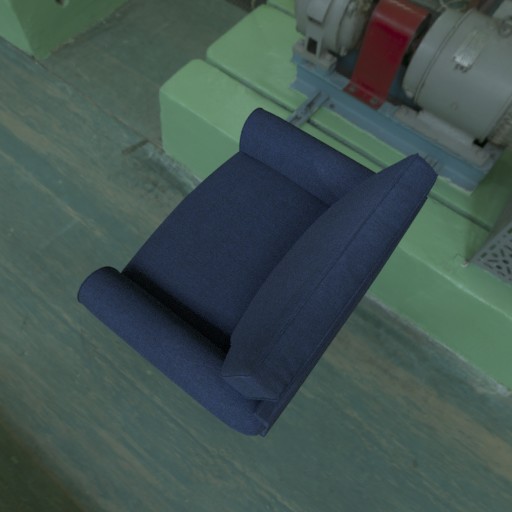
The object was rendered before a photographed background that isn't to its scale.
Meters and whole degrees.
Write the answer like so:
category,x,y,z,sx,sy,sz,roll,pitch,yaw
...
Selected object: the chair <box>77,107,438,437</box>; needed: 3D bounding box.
category,x,y,z,sx,sy,sz,roll,pitch,yaw
chair,0.000,0.000,2.001,0.963,1.044,1.285,35,70,15
